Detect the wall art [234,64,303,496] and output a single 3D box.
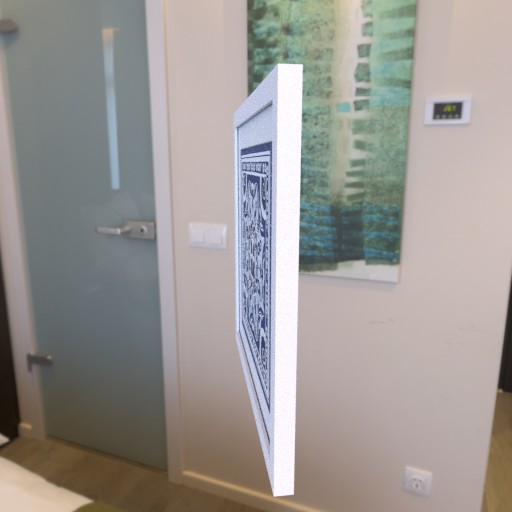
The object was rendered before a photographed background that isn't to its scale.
[{"bbox_3d":[0.000,0.000,0.825,0.028,0.559,0.559,-2,12,-8],"label":"wall art"}]
